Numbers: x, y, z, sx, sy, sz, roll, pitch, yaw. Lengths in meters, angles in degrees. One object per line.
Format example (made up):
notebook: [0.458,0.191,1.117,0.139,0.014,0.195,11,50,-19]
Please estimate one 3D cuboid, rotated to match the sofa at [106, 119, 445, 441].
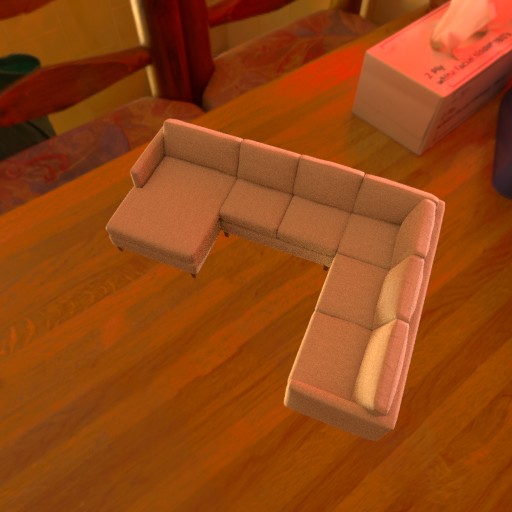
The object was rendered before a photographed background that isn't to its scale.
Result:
sofa: [0.000,0.000,4.756,3.460,0.961,2.594,19,60,11]
